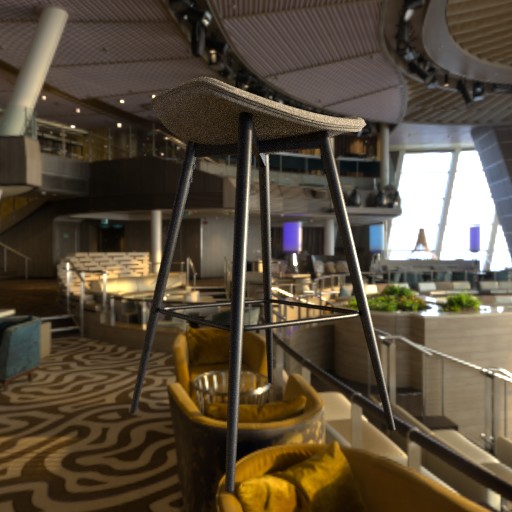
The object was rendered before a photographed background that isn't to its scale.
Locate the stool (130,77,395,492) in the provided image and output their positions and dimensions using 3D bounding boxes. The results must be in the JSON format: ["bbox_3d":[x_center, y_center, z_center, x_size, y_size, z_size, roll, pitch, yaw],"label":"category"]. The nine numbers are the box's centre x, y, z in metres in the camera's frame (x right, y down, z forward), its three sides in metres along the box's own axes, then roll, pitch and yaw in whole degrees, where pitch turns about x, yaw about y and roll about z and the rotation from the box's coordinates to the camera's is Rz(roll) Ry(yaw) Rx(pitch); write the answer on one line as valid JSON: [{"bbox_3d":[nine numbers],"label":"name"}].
[{"bbox_3d":[0.000,0.000,1.093,0.469,0.814,0.480,0,1,-36],"label":"stool"}]
